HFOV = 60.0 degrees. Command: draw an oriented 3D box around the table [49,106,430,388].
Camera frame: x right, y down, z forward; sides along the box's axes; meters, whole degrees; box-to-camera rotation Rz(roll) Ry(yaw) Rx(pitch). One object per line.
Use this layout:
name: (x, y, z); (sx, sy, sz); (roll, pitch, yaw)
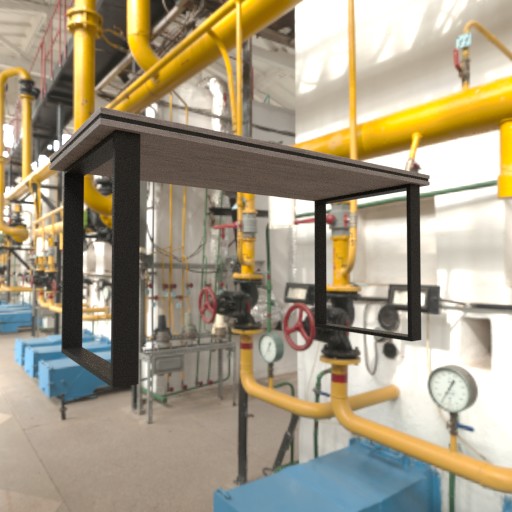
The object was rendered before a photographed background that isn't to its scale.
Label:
table: (0.000, 0.000, 2.229); (1.778, 0.899, 0.795); (1, -2, -35)
